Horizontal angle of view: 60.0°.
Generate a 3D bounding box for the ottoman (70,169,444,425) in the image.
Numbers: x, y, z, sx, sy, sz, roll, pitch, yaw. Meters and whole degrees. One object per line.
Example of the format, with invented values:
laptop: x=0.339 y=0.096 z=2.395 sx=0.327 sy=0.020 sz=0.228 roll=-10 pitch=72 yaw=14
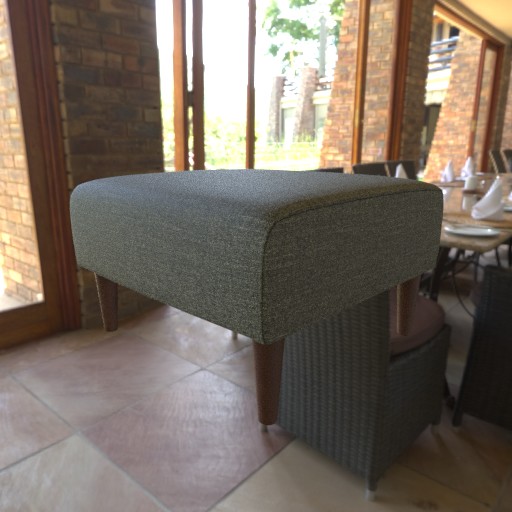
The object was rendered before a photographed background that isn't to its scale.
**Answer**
ottoman: x=0.000 y=0.000 z=1.084 sx=0.655 sy=0.399 sz=0.648 roll=14 pitch=20 yaw=43
